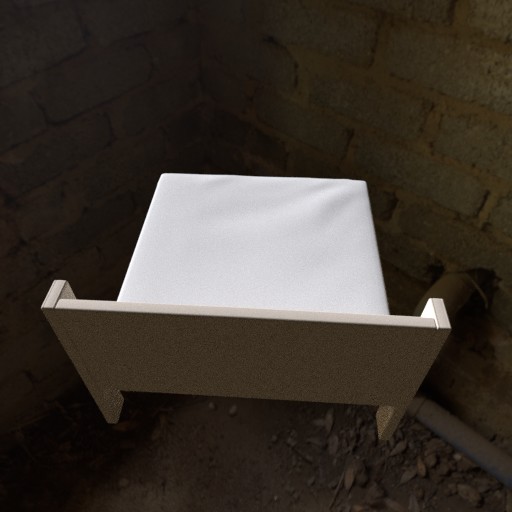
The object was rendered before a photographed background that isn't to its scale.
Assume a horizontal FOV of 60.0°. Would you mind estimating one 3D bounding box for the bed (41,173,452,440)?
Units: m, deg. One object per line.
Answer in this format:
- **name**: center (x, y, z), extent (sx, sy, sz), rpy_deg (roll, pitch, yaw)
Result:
- **bed**: center (0.000, 0.000, 3.596), extent (2.145, 1.471, 2.293), rpy_deg (3, 47, 2)
